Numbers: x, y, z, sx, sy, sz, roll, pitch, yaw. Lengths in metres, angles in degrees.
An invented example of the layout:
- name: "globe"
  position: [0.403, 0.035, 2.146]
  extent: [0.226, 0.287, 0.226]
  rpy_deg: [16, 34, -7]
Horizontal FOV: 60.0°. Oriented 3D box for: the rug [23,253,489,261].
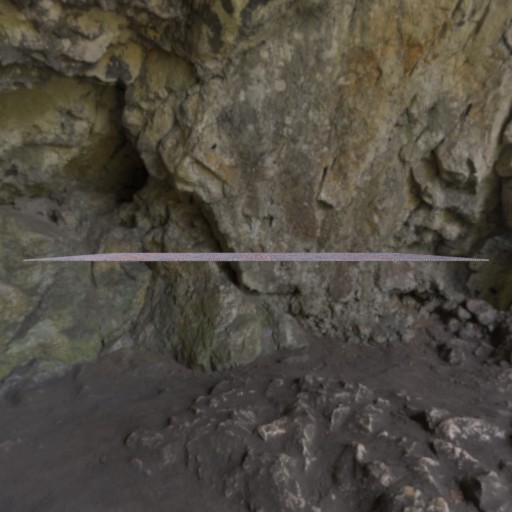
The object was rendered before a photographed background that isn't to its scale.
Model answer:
- name: "rug"
  position: [0.000, 0.000, 3.064]
  extent: [2.427, 0.007, 1.515]
  rpy_deg: [0, 2, -1]
